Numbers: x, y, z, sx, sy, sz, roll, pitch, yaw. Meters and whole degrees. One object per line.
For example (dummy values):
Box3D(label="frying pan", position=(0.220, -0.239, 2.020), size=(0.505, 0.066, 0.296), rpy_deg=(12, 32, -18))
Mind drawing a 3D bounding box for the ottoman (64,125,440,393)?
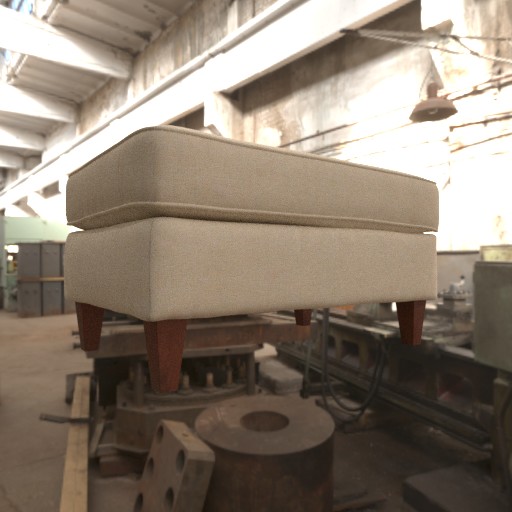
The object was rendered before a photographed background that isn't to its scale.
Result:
Box3D(label="ottoman", position=(0.000, 0.000, 1.185), size=(0.862, 0.484, 0.583), rpy_deg=(0, -1, -36))
